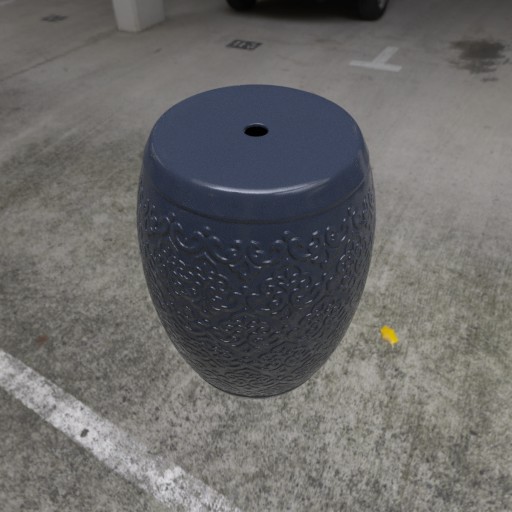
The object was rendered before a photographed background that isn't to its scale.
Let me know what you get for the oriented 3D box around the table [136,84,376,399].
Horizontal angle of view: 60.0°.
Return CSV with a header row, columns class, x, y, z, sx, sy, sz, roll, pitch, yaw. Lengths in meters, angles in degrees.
class,x,y,z,sx,sy,sz,roll,pitch,yaw
table,0.000,0.000,0.625,0.309,0.397,0.309,0,45,0
